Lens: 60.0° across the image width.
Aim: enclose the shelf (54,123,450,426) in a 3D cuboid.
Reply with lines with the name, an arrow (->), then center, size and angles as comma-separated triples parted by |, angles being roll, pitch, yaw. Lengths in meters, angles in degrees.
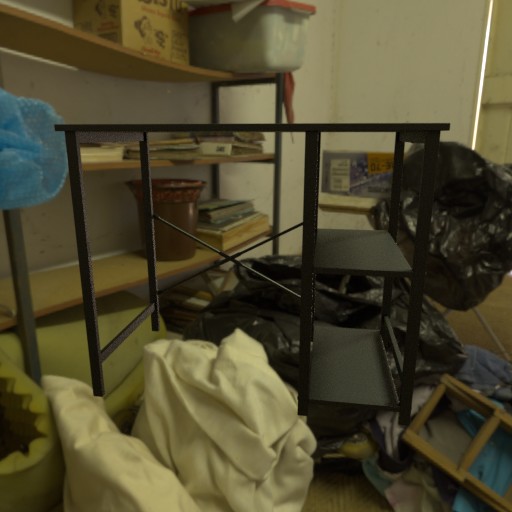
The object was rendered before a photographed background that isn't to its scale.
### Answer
shelf -> 0.000, 0.000, 1.330 | 0.902, 0.749, 0.498 | 2, 15, 9
